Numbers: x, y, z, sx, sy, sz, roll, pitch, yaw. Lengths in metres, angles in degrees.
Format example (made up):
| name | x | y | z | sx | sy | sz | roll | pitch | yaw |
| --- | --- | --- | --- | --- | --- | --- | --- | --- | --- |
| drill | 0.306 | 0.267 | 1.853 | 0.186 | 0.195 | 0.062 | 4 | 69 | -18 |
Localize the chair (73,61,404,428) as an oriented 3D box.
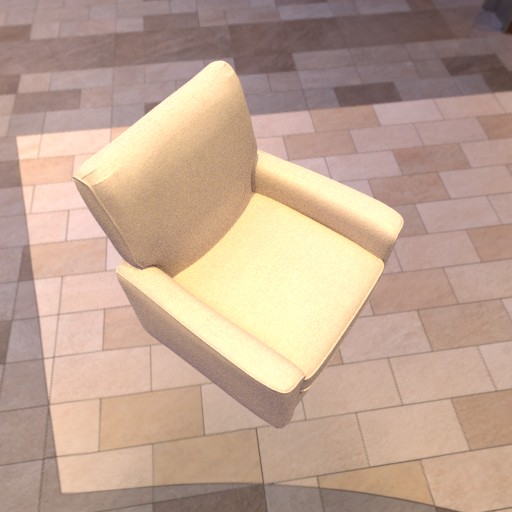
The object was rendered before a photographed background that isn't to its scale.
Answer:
| name | x | y | z | sx | sy | sz | roll | pitch | yaw |
| --- | --- | --- | --- | --- | --- | --- | --- | --- | --- |
| chair | 0.000 | 0.000 | 1.679 | 0.858 | 1.023 | 0.841 | 31 | 63 | 18 |
